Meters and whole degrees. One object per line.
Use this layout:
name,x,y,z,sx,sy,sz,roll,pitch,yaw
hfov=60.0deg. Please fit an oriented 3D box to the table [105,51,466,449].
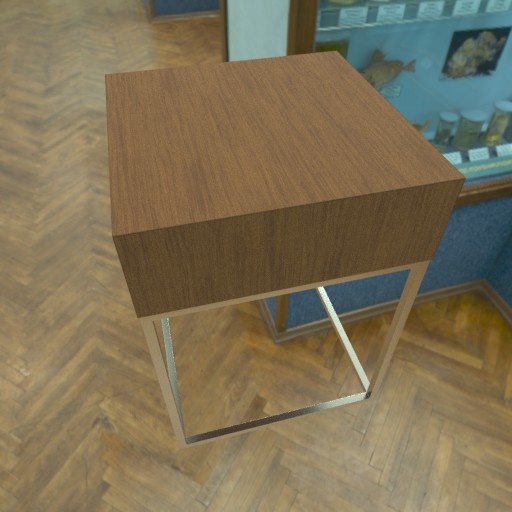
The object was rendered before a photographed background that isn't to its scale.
table,0.000,0.000,0.802,0.398,0.540,0.397,-10,46,-10
